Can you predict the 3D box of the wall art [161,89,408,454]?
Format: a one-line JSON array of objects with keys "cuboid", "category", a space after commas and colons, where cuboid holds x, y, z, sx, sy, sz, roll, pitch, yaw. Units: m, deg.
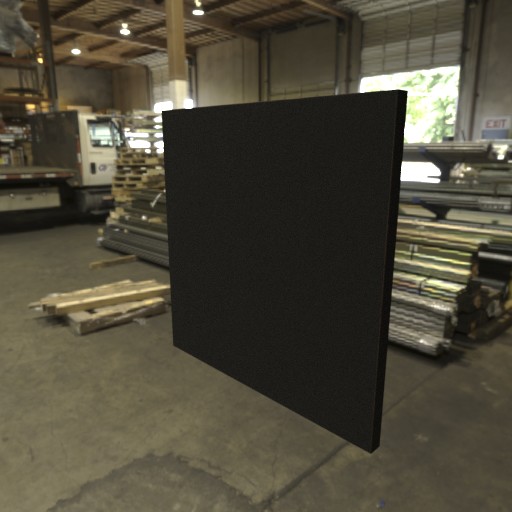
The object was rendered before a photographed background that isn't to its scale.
[{"cuboid": [0.000, 0.000, 1.162, 0.038, 0.762, 0.762, -14, 20, -43], "category": "wall art"}]
